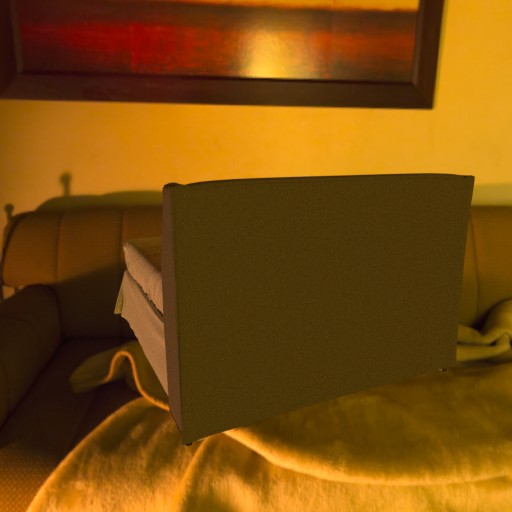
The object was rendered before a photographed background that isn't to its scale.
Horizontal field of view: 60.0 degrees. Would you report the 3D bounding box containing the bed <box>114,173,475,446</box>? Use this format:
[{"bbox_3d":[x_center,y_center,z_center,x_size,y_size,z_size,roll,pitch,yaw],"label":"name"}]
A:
[{"bbox_3d":[0.000,0.000,3.432,1.925,1.332,2.276,-6,15,-25],"label":"bed"}]
